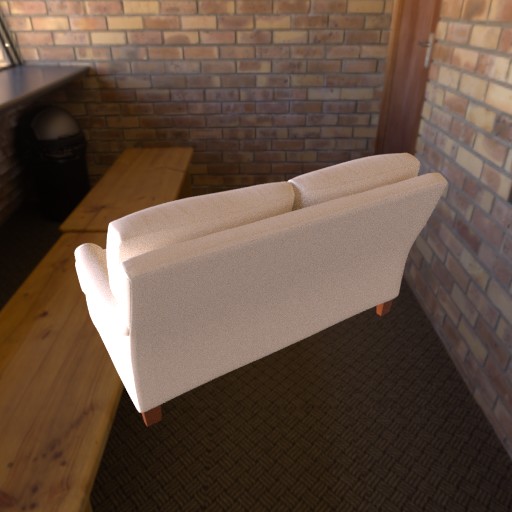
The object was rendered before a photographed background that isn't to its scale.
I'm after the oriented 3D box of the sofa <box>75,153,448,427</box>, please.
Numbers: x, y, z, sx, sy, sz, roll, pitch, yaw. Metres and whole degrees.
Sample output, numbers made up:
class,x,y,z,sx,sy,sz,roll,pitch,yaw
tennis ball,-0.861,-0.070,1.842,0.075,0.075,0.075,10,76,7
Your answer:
class,x,y,z,sx,sy,sz,roll,pitch,yaw
sofa,0.000,0.000,2.561,1.853,1.101,1.084,-18,34,-28
